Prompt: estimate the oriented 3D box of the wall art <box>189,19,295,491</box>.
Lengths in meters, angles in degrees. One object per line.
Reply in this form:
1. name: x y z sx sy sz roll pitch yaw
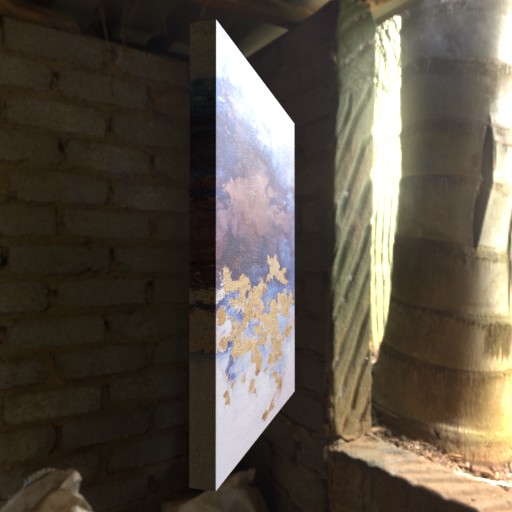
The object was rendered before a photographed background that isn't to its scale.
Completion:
1. wall art: 0.000 0.000 0.757 0.036 0.581 0.437 0 -1 18
